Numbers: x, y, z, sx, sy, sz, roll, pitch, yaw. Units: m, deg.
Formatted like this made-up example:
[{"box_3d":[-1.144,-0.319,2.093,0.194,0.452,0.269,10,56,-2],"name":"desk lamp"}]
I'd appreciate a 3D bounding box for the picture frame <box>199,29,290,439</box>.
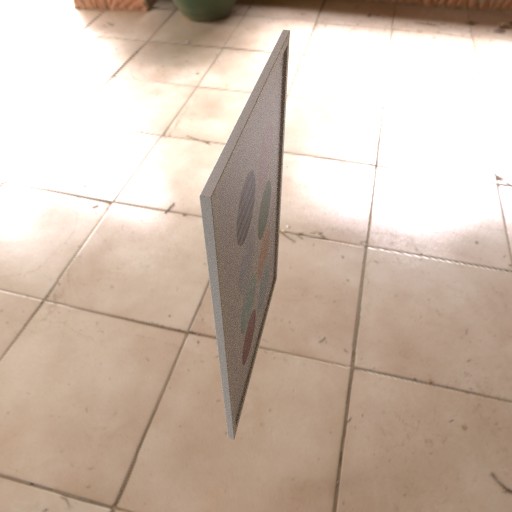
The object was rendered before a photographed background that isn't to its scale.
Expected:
[{"box_3d":[0.000,0.000,0.847,0.013,0.657,0.457,10,48,9],"name":"picture frame"}]
